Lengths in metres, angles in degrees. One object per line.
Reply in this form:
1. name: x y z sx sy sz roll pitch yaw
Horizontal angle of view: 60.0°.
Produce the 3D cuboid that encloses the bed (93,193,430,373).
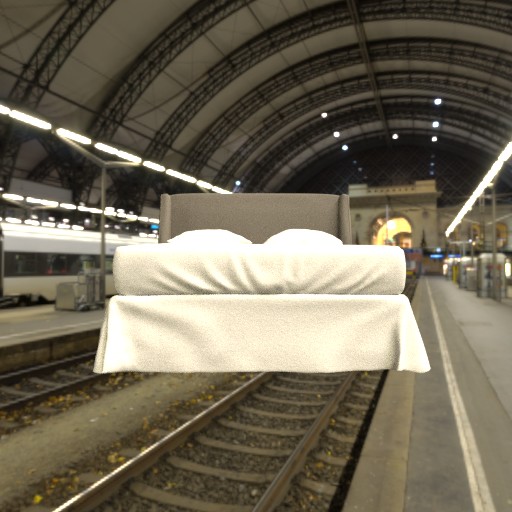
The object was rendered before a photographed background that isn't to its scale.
1. bed: 0.000 0.000 3.461 1.925 1.332 2.276 0 -1 -1
